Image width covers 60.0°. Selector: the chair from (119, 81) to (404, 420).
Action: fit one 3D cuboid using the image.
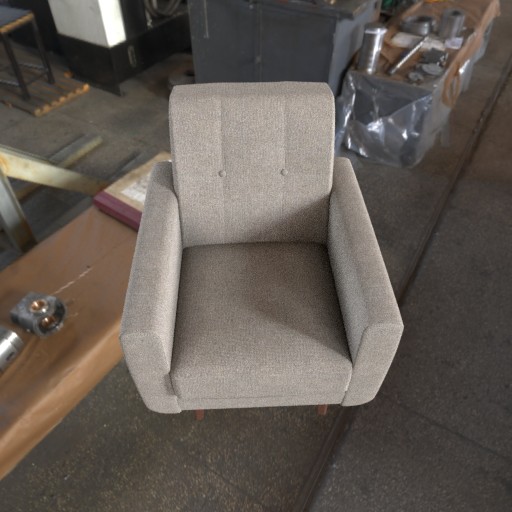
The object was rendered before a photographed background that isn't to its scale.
[{"bbox_3d":[0.000,0.000,1.683,0.845,0.968,0.942,-2,46,-2],"label":"chair"}]
